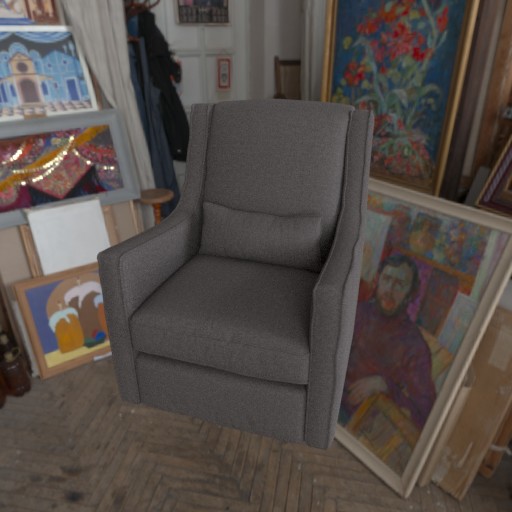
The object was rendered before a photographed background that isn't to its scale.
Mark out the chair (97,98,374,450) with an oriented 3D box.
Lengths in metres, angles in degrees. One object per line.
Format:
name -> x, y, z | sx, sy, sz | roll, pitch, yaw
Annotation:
chair -> 0.000, 0.000, 1.598 | 0.732, 0.993, 0.879 | 8, 27, 15
